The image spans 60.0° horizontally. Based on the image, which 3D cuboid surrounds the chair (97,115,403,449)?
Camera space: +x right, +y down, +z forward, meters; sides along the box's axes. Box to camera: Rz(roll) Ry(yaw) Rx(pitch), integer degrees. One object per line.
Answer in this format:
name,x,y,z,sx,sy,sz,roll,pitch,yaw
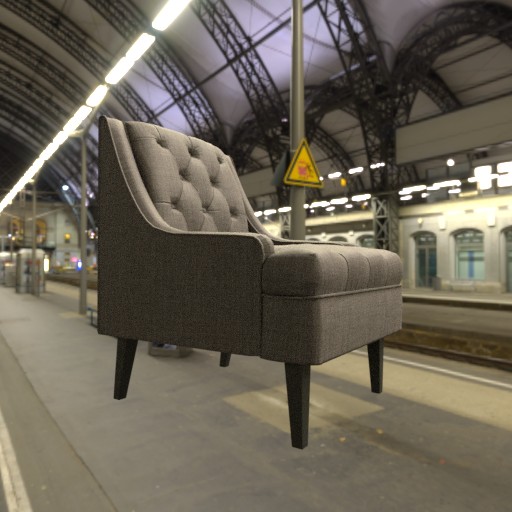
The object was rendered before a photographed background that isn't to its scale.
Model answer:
chair,0.000,0.000,1.416,0.771,0.891,0.655,-1,-1,34
